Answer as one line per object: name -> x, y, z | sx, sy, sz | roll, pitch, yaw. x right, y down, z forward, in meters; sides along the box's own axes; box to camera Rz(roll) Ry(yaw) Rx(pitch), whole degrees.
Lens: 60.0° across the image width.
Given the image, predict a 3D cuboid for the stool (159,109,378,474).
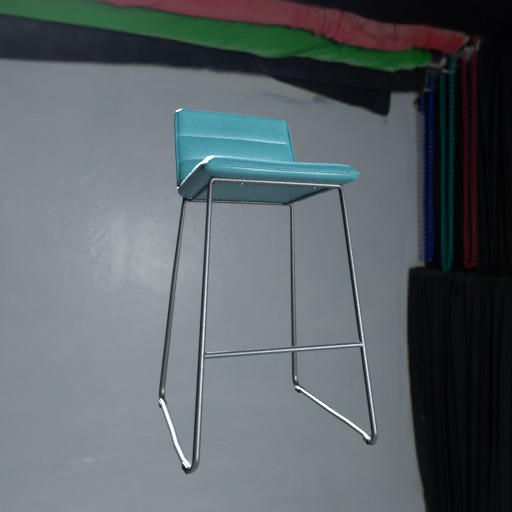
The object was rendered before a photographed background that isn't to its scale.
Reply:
stool -> 0.000, 0.000, 1.243 | 0.489, 0.936, 0.524 | 0, 0, -18
